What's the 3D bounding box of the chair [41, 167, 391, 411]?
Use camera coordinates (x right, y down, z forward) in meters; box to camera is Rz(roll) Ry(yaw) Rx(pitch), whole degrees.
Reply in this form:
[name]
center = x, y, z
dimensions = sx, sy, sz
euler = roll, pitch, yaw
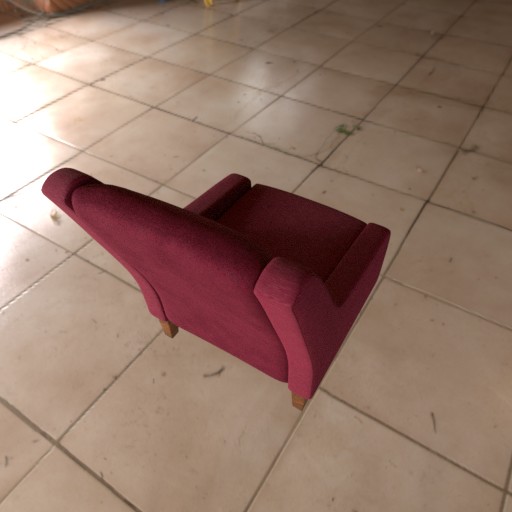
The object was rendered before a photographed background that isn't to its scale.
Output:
[chair]
center = 0.000, 0.000, 1.685
dimensions = 0.793, 1.017, 0.985
euler = 23, 50, 22
